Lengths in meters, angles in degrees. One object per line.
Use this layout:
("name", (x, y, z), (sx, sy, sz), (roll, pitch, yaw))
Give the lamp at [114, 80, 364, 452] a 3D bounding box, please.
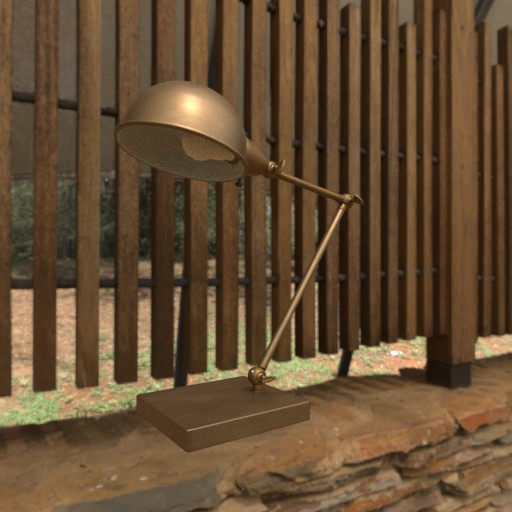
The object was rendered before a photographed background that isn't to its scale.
("lamp", (0.000, 0.000, 0.540), (0.339, 0.371, 0.149), (1, -1, -35))
